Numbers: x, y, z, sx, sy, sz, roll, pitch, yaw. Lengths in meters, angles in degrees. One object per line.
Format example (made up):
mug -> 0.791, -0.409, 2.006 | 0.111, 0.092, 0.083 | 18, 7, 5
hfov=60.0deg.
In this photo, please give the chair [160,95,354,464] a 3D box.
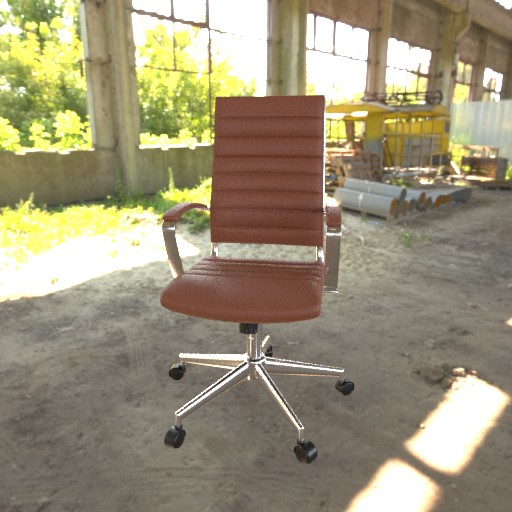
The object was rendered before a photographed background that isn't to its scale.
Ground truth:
chair -> 0.000, 0.000, 1.607 | 0.766, 1.149, 0.739 | 3, 15, 10
